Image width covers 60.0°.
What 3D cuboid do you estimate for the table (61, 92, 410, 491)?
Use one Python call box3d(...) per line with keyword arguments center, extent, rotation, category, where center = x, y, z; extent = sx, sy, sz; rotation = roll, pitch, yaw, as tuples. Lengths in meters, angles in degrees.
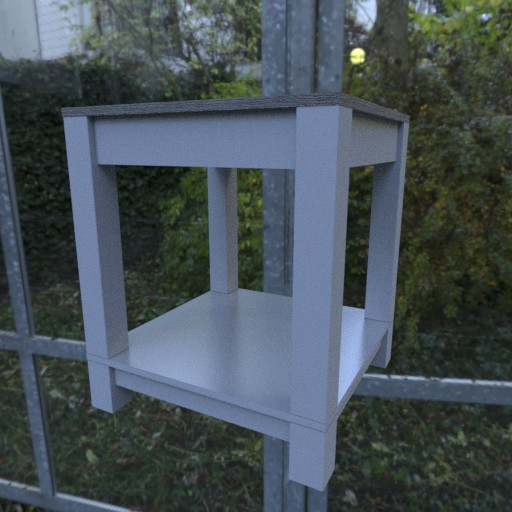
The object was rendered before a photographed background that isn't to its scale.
box3d(center=(0.000, 0.000, 0.950), extent=(0.504, 0.587, 0.506), rotation=(7, 16, 27), category="table")
